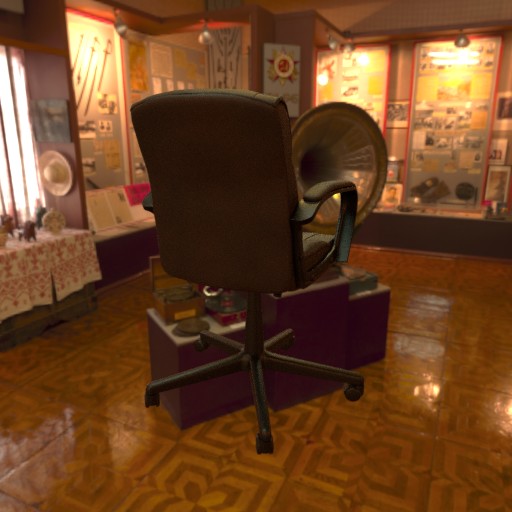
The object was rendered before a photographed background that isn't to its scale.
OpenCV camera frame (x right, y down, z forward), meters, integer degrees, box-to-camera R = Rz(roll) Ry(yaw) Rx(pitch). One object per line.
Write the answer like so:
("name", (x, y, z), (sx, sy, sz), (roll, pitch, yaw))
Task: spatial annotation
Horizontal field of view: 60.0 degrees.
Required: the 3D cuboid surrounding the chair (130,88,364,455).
("chair", (0.000, 0.000, 1.490), (0.739, 1.004, 0.717), (8, 17, 26))
